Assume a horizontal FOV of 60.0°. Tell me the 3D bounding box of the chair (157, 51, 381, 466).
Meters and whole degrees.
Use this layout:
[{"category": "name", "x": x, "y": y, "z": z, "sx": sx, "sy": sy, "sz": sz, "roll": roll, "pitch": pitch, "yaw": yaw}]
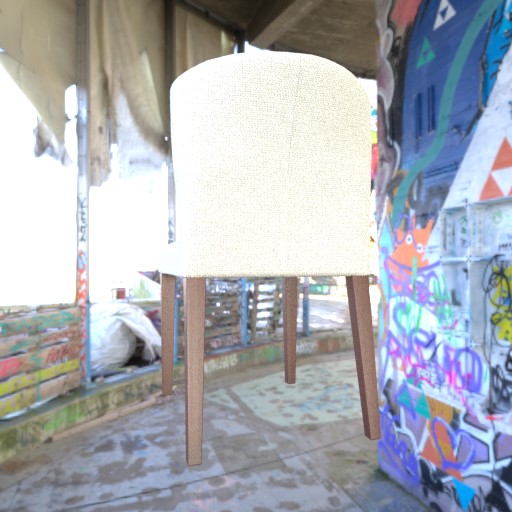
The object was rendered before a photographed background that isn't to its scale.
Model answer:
[{"category": "chair", "x": 0.000, "y": 0.000, "z": 1.181, "sx": 0.491, "sy": 0.839, "sz": 0.589, "roll": 0, "pitch": -1, "yaw": -18}]
